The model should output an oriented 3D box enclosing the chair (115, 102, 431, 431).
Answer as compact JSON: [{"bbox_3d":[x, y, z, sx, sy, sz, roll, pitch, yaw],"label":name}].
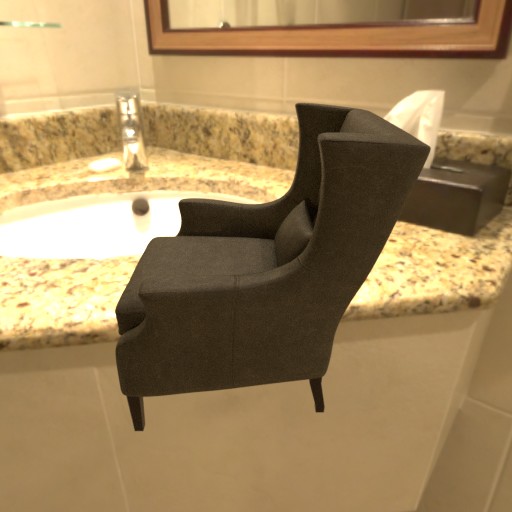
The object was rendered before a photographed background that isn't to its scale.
[{"bbox_3d":[0.000,0.000,1.664,0.926,1.016,0.853,0,26,0],"label":"chair"}]
